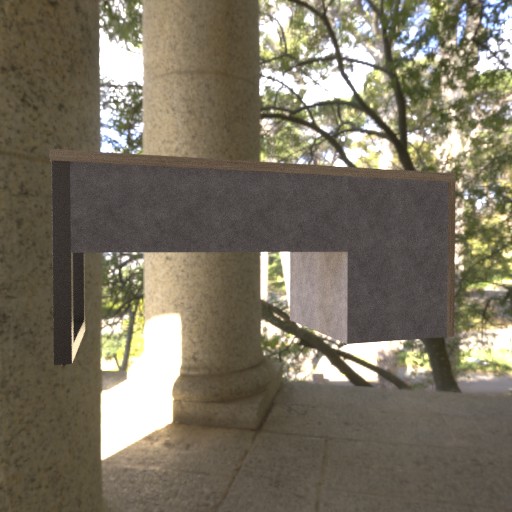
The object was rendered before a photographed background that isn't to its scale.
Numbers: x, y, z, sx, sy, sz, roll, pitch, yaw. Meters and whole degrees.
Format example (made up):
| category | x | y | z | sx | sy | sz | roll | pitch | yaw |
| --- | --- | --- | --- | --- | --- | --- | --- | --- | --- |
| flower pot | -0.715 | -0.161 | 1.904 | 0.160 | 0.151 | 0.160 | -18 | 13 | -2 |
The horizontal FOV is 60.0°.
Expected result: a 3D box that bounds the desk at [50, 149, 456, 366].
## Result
| category | x | y | z | sx | sy | sz | roll | pitch | yaw |
| --- | --- | --- | --- | --- | --- | --- | --- | --- | --- |
| desk | 0.000 | 0.000 | 2.114 | 1.700 | 0.760 | 0.690 | 0 | 1 | -17 |
